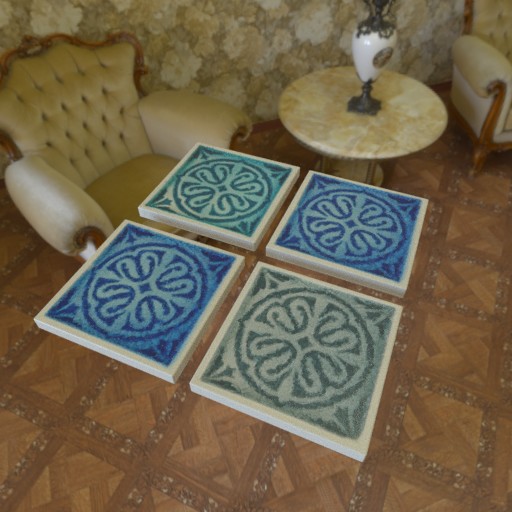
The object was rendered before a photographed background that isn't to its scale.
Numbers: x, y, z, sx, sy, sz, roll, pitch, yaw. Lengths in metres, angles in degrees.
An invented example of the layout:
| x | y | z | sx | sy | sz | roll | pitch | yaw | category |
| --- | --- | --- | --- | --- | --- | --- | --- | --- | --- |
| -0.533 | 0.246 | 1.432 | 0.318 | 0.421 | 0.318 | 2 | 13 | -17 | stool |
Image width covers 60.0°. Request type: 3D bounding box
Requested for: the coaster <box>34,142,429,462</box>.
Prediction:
| x | y | z | sx | sy | sz | roll | pitch | yaw | category |
| --- | --- | --- | --- | --- | --- | --- | --- | --- | --- |
| 0.000 | 0.000 | 0.325 | 0.214 | 0.010 | 0.219 | 17 | 50 | 15 | coaster |
